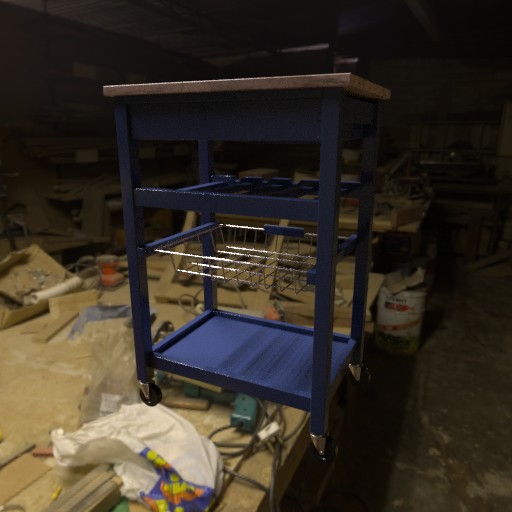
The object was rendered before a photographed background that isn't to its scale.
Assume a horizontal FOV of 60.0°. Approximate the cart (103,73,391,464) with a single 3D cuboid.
[{"bbox_3d":[0.000,0.000,1.182,0.584,0.839,0.403,8,18,25],"label":"cart"}]
